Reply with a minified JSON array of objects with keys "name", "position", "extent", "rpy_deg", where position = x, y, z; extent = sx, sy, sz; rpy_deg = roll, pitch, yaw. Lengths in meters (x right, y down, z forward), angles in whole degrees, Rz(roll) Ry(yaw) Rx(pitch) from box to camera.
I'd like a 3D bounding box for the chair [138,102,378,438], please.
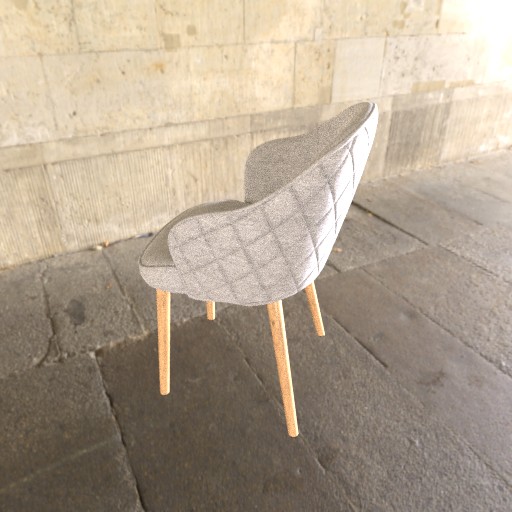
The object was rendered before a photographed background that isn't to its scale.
[{"name":"chair","position":[0.000,0.000,1.182],"extent":[0.530,0.800,0.540],"rpy_deg":[9,32,15]}]
